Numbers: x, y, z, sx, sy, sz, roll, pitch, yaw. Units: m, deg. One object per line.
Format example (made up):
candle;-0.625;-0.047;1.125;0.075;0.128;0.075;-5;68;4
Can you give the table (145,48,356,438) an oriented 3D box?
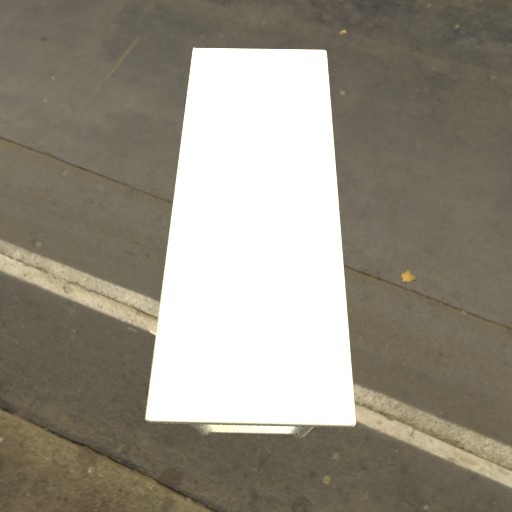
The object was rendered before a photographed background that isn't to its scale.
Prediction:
table;0.000;0.000;1.544;0.459;0.740;1.184;1;63;1
